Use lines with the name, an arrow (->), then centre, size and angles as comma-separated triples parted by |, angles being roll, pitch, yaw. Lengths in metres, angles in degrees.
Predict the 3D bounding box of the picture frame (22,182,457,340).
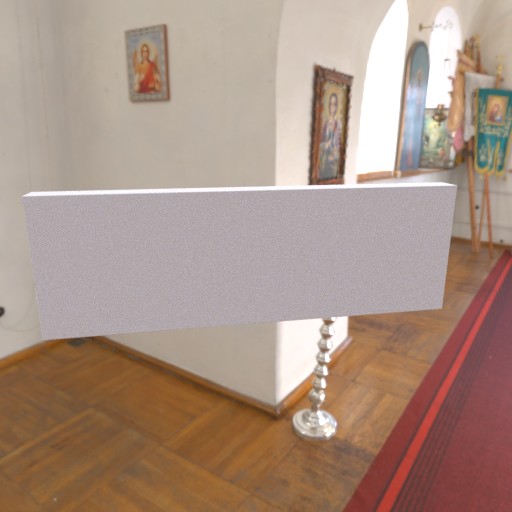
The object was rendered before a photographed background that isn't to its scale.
picture frame -> 0.000, 0.000, 0.822 | 0.759, 0.250, 0.050 | -3, 16, -10
